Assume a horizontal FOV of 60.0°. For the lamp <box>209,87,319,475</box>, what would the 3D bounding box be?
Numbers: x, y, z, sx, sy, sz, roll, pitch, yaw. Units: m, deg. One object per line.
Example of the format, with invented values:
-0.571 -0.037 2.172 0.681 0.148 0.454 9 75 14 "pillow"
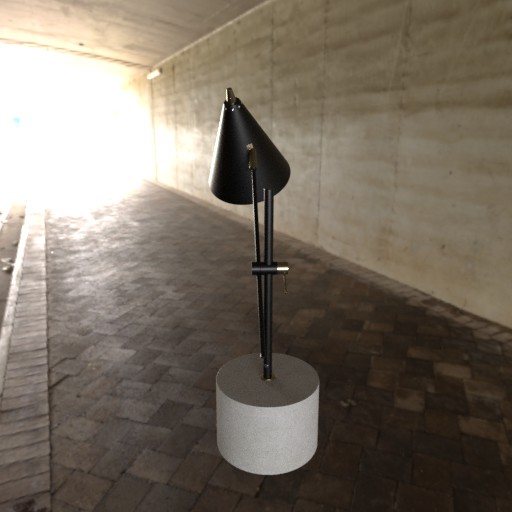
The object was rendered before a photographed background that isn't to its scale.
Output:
0.000 0.000 0.714 0.214 0.518 0.403 2 16 7 "lamp"
